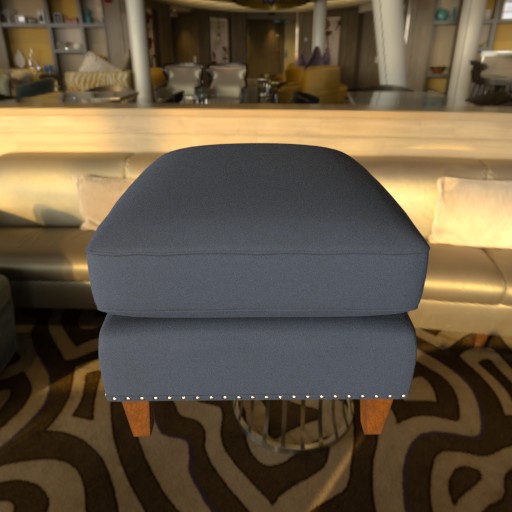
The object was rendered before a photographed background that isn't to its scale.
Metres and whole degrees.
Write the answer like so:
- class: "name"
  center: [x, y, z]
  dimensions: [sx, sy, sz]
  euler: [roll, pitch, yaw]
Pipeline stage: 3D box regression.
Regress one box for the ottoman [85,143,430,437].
- class: "ottoman"
  center: [0.000, 0.000, 1.116]
  dimensions: [0.584, 0.513, 0.741]
  euler: [0, 24, -1]
